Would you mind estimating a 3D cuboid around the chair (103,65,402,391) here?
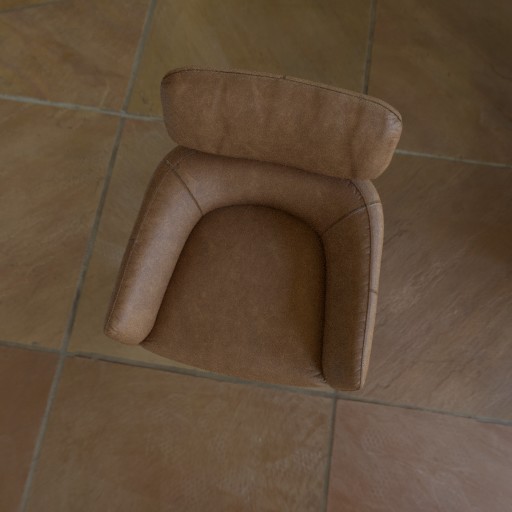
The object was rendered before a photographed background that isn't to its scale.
[{"bbox_3d":[0.000,0.000,1.334,0.706,0.812,0.715,11,75,3],"label":"chair"}]
